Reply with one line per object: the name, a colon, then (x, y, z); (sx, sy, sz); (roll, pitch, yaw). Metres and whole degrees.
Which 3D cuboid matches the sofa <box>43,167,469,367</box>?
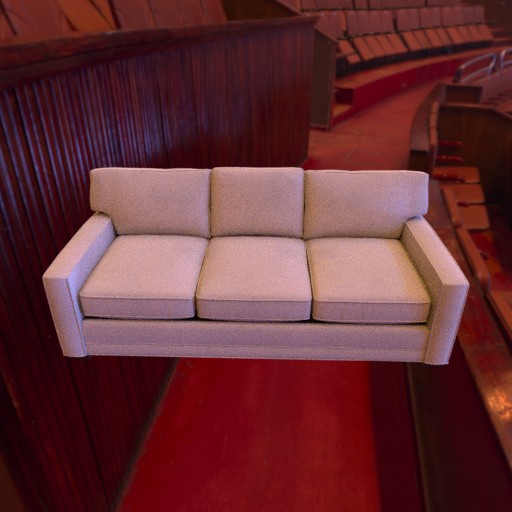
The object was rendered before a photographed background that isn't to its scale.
sofa: (0.000, 0.000, 2.600); (2.088, 0.862, 0.935); (1, 30, 2)
